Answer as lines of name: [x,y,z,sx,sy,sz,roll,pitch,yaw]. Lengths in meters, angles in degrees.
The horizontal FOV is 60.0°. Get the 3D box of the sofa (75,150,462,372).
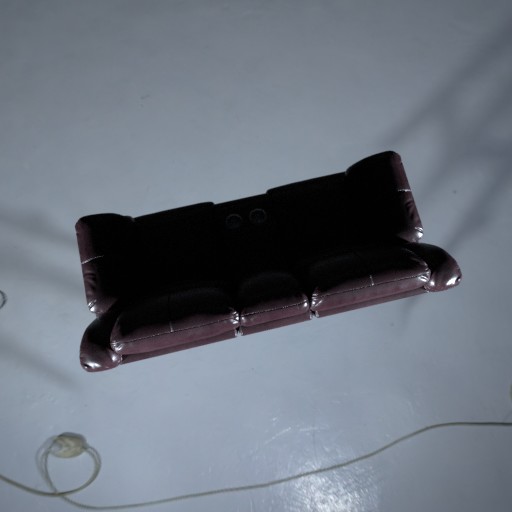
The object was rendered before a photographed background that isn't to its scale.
sofa: [0.000,0.000,2.710,2.058,1.043,0.991,-13,76,-3]
